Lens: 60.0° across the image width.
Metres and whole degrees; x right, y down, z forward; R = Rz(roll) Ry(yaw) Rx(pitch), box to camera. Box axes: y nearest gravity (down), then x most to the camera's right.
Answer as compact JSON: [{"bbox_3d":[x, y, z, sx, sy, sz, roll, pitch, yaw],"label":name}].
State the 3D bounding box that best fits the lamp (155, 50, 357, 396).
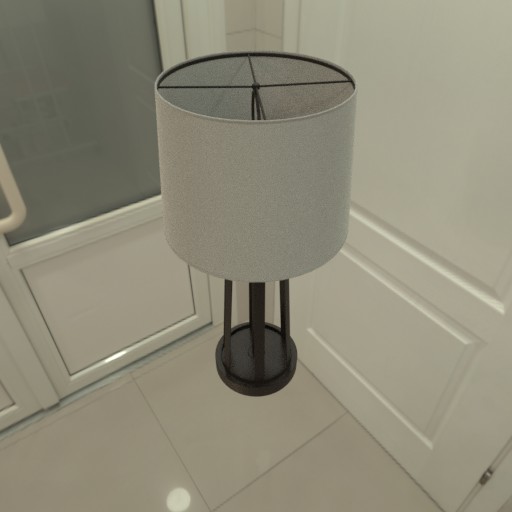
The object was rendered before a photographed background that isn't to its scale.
[{"bbox_3d":[0.000,0.000,0.652,0.251,0.509,0.251,0,40,0],"label":"lamp"}]
